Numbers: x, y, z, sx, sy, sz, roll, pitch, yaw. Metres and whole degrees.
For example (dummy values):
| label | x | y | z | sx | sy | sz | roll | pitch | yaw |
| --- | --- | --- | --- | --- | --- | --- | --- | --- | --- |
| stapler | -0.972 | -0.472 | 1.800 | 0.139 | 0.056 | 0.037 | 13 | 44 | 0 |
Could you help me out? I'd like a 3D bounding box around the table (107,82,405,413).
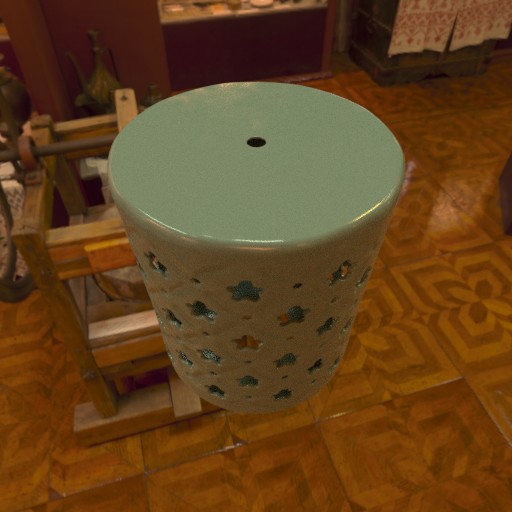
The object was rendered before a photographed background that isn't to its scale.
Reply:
| label | x | y | z | sx | sy | sz | roll | pitch | yaw |
| --- | --- | --- | --- | --- | --- | --- | --- | --- | --- |
| table | 0.000 | 0.000 | 0.662 | 0.352 | 0.387 | 0.352 | 0 | 46 | 0 |
